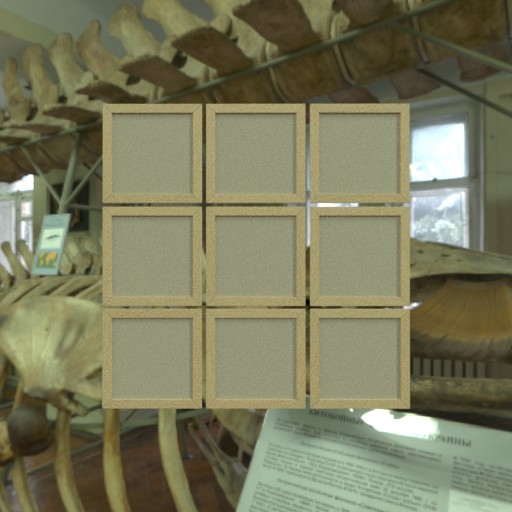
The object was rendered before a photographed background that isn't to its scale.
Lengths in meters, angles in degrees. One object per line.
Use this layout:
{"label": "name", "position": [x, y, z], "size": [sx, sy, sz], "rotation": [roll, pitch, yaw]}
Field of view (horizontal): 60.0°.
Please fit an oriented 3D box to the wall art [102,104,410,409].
{"label": "wall art", "position": [0.000, 0.000, 2.198], "size": [1.519, 1.507, 0.014], "rotation": [0, 0, 0]}
